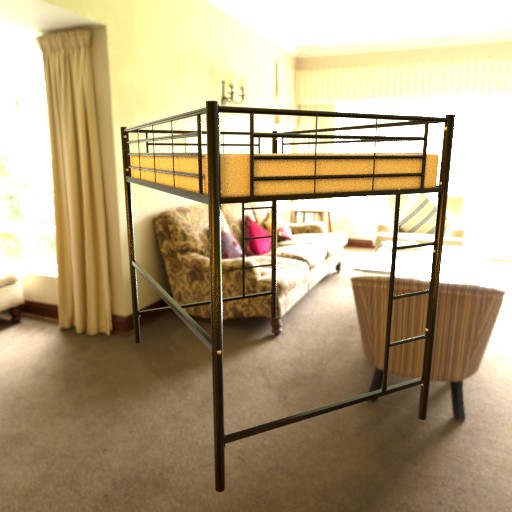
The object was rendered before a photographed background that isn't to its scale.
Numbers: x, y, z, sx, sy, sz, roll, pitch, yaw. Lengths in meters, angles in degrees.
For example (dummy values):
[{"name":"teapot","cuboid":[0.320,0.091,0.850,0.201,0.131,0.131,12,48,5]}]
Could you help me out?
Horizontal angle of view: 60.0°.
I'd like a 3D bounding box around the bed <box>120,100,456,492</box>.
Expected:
[{"name":"bed","cuboid":[0.000,0.000,3.106,1.397,1.803,1.994,-6,14,-26]}]
